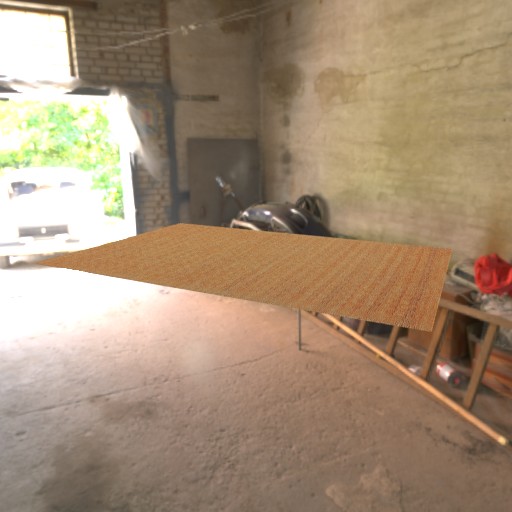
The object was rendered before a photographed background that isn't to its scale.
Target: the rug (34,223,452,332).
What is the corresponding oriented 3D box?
[{"bbox_3d":[0.000,0.000,2.897,2.285,0.006,1.524,7,16,25],"label":"rug"}]
